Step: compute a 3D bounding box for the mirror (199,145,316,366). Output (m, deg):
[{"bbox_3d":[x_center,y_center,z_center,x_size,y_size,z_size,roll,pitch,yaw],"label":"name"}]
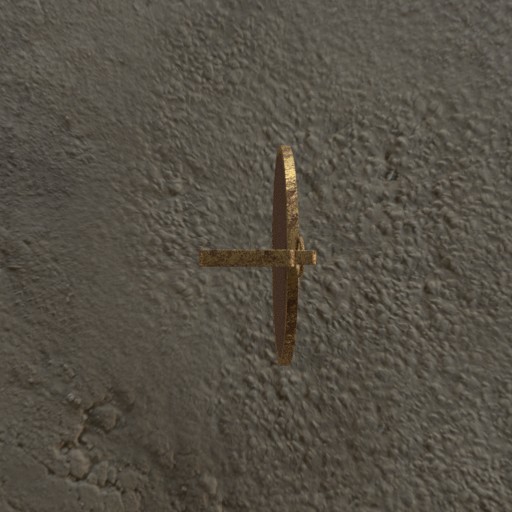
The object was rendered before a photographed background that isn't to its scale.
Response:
[{"bbox_3d":[0.000,0.000,0.824,0.144,0.651,0.447,0,90,-1],"label":"mirror"}]
